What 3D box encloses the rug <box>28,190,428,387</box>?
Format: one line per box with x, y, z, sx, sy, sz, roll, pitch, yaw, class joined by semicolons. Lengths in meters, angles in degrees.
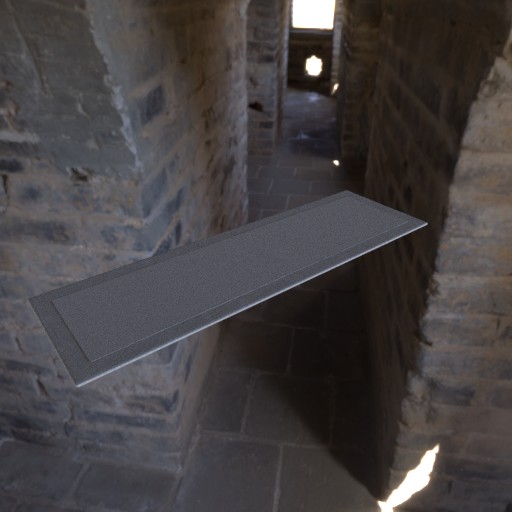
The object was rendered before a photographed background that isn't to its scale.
0.000;0.000;2.691;2.430;0.012;0.759;-22;37;-32;rug
